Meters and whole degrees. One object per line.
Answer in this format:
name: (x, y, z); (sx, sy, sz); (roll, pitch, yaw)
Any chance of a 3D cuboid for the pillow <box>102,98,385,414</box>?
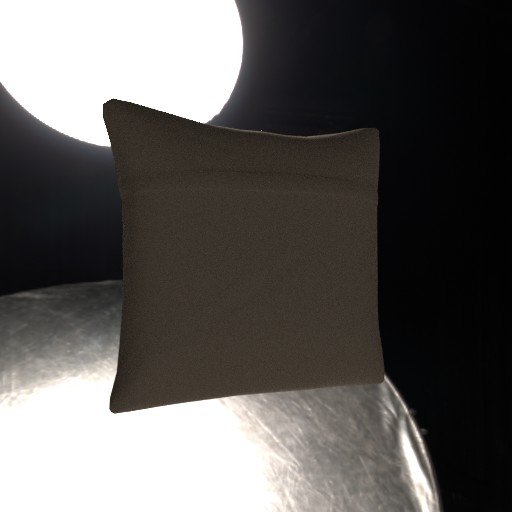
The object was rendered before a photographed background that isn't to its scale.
pillow: (0.000, 0.000, 0.736); (0.484, 0.470, 0.192); (0, 0, -18)
